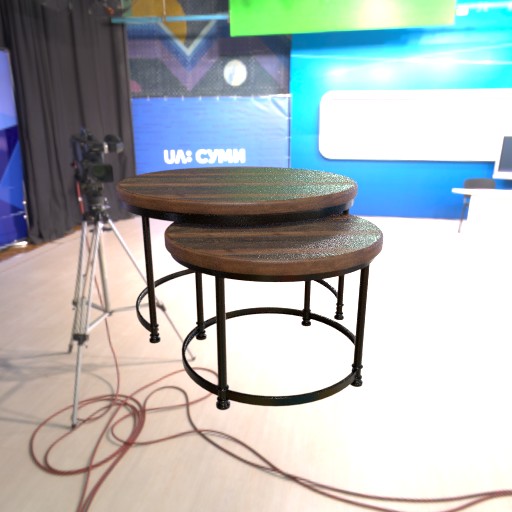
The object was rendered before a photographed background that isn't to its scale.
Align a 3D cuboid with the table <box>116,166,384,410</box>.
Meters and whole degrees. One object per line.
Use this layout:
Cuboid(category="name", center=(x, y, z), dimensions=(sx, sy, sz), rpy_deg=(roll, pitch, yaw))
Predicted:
Cuboid(category="table", center=(0.000, 0.000, 1.606), dimensions=(0.870, 0.516, 1.152), rpy_deg=(-9, 20, -27))
